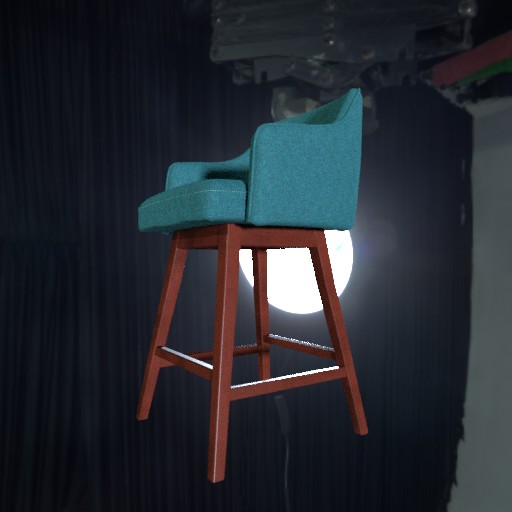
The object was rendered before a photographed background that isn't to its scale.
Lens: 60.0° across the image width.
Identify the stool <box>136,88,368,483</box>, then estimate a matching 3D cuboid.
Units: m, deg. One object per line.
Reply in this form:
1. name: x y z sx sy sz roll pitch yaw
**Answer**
1. stool: 0.000 0.000 1.280 0.556 0.961 0.548 0 -1 -35
